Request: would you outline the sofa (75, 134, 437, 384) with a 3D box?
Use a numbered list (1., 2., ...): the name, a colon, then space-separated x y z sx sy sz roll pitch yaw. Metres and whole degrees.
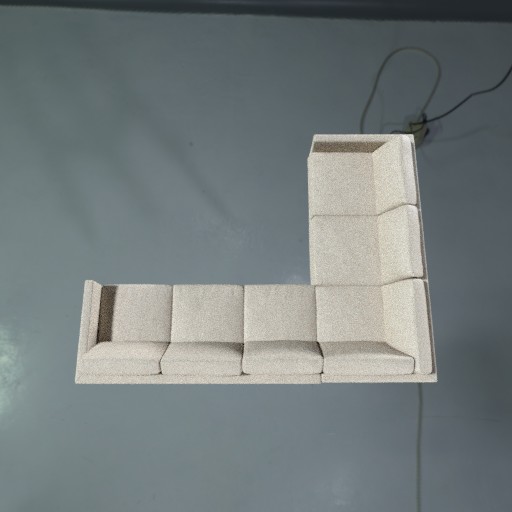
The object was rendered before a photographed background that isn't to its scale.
1. sofa: 0.000 0.000 4.397 3.182 0.863 2.432 0 75 0
